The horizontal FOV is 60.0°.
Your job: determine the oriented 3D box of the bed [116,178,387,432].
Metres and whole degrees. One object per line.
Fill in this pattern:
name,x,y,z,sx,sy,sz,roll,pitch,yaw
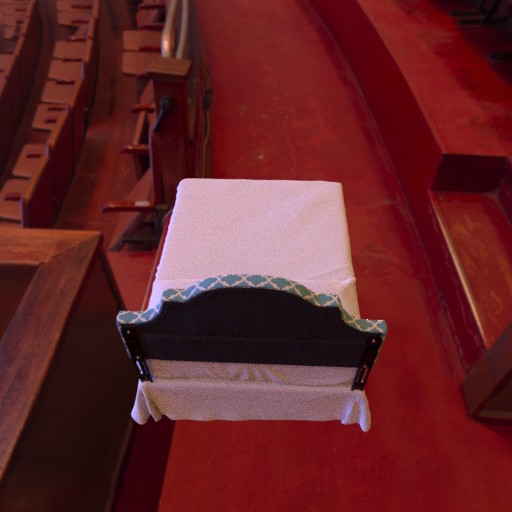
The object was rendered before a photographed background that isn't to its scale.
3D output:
bed,0.000,0.000,3.536,1.780,1.633,2.222,2,47,2
